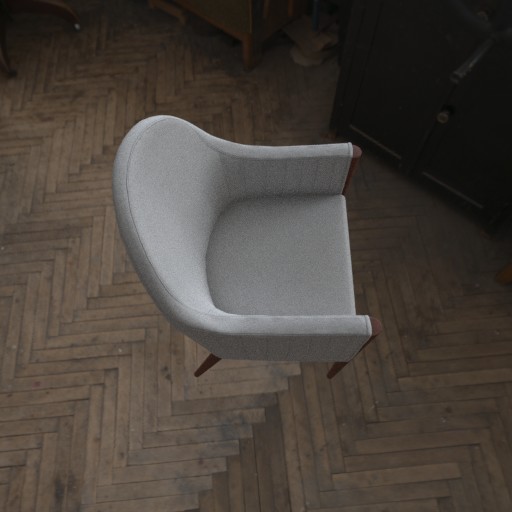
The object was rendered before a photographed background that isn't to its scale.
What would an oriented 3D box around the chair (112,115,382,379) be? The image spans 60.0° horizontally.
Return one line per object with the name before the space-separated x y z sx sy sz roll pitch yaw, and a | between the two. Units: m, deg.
chair | 0.000 0.000 1.346 0.620 0.889 0.610 1 64 0
